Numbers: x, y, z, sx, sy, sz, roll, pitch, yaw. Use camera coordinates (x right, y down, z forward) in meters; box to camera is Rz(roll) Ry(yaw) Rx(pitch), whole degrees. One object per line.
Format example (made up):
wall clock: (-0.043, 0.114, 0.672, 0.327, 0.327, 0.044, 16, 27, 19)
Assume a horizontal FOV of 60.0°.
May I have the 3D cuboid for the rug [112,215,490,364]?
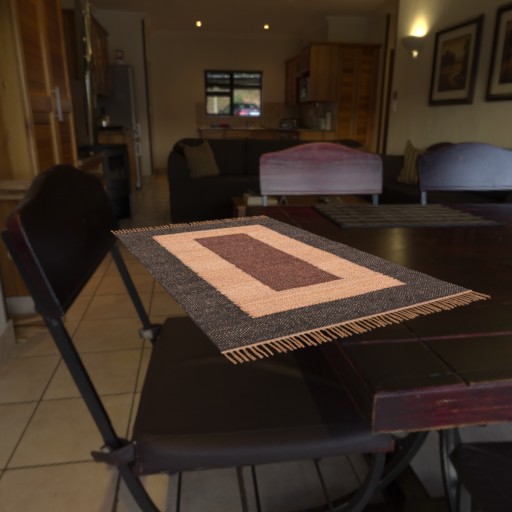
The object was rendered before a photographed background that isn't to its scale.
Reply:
rug: (0.000, 0.000, 1.881, 0.920, 0.013, 1.541, -8, 18, -26)
